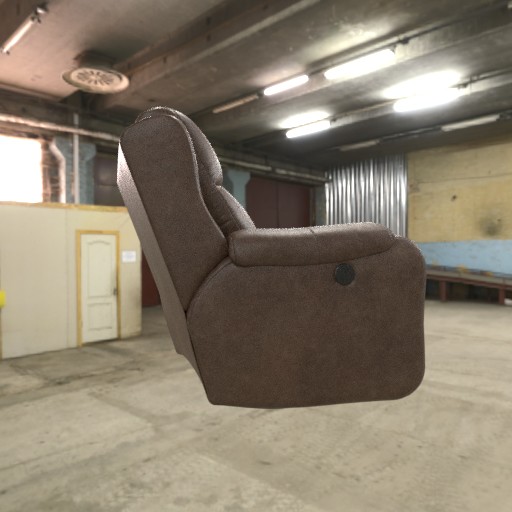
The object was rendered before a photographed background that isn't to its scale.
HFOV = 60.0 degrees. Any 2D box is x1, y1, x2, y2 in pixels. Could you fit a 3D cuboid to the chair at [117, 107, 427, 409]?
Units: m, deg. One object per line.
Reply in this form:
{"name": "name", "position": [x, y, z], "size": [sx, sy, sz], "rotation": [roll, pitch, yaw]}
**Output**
{"name": "chair", "position": [0.000, 0.000, 1.795], "size": [1.067, 0.990, 0.940], "rotation": [0, 0, -18]}
